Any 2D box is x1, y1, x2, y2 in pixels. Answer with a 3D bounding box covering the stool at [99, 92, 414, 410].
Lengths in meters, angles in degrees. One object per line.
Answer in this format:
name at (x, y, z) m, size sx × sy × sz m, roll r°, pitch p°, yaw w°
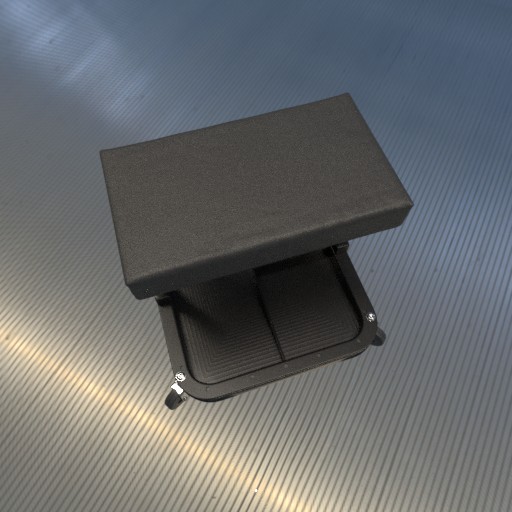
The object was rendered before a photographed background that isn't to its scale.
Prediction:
stool at (0.000, 0.000, 0.734) m, size 0.446 × 0.380 × 0.371 m, roll -16°, pitch 63°, yaw -8°
